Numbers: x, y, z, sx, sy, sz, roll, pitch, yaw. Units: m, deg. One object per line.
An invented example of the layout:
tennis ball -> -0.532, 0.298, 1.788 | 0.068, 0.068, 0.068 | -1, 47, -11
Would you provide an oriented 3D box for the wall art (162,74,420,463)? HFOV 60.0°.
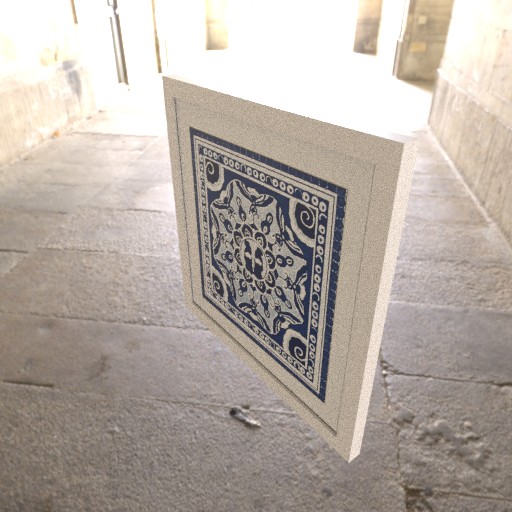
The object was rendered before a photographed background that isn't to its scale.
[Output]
wall art -> 0.000, 0.000, 0.819 | 0.028, 0.559, 0.559 | -22, 37, -32
